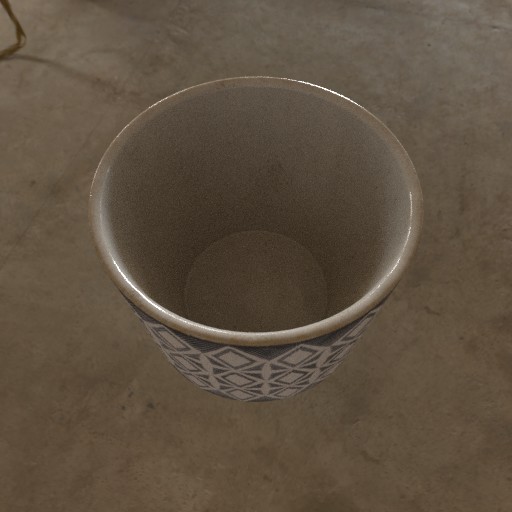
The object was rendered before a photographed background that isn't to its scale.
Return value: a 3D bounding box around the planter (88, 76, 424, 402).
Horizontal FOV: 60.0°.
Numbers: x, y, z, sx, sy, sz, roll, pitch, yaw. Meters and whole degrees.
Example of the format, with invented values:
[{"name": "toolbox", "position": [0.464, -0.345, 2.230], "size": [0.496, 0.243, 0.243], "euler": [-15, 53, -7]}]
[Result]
[{"name": "planter", "position": [0.000, 0.000, 0.329], "size": [0.192, 0.165, 0.192], "euler": [0, 60, 0]}]
